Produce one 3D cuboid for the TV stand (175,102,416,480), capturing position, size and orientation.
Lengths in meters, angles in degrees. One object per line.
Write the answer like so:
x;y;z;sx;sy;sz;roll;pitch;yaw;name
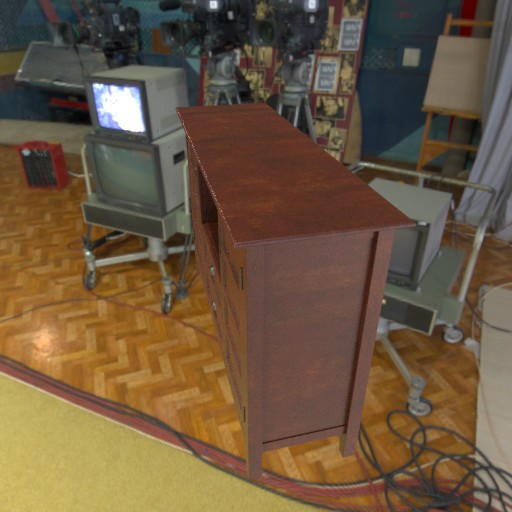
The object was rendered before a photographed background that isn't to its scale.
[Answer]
0.000;0.000;1.811;0.445;0.915;1.372;-7;32;-12;TV stand
